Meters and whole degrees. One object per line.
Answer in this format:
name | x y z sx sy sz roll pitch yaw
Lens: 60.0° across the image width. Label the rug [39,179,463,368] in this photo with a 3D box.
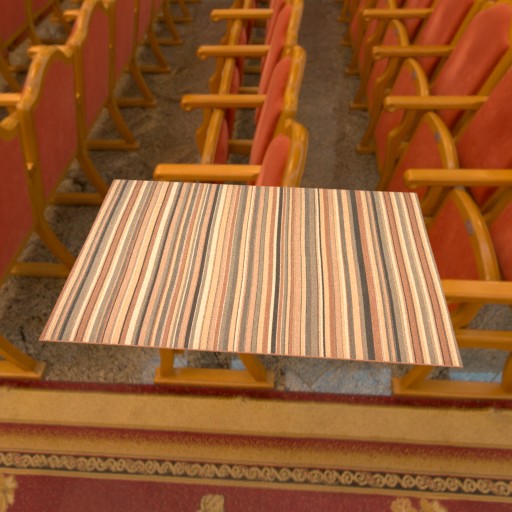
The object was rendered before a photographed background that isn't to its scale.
rug | 0.000 0.000 3.049 2.438 0.014 1.523 3 47 3
